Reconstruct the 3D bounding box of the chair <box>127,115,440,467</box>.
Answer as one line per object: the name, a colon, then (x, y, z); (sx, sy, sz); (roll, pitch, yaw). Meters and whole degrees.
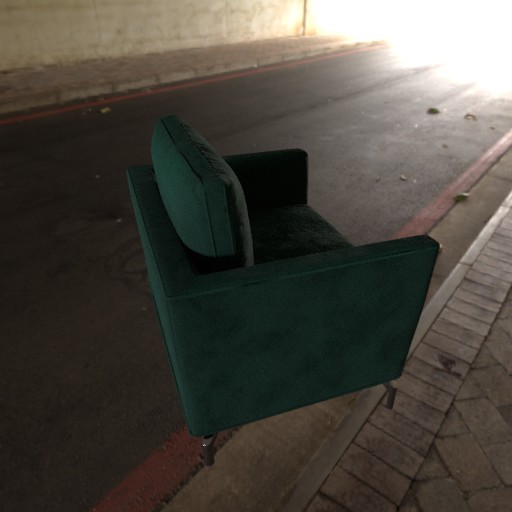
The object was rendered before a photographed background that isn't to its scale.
chair: (0.000, 0.000, 1.774); (0.852, 0.997, 1.047); (-10, 32, -17)
